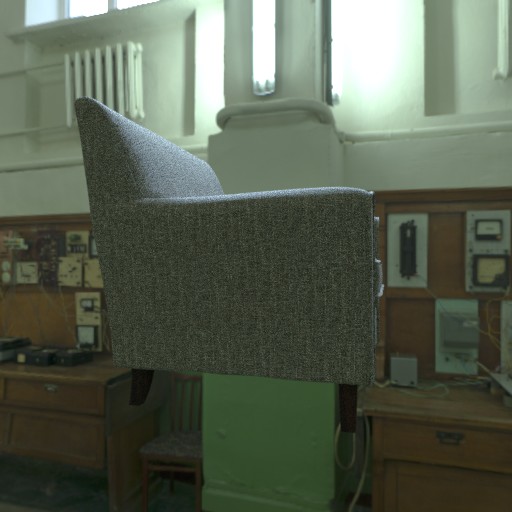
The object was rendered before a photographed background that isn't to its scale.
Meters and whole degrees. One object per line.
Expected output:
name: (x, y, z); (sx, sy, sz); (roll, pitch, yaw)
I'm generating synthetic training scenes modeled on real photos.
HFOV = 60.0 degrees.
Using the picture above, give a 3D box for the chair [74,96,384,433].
chair: (0.000, 0.000, 1.578); (0.873, 0.928, 0.864); (0, -1, 17)
